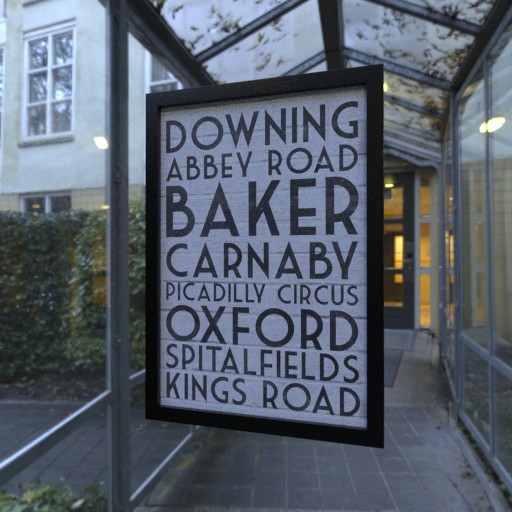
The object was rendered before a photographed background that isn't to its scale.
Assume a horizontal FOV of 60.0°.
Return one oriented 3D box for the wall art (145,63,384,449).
[{"bbox_3d":[0.000,0.000,0.833,0.462,0.656,0.019,0,0,18],"label":"wall art"}]
